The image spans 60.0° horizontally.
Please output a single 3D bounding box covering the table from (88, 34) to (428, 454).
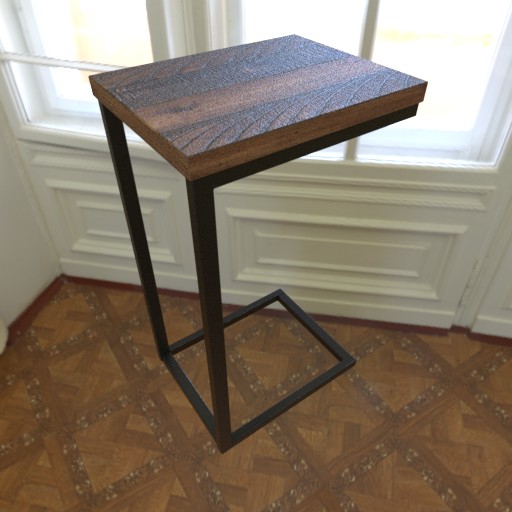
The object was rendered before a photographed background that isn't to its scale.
[{"bbox_3d":[0.000,0.000,0.913,0.414,0.718,0.323,-25,46,-26],"label":"table"}]
